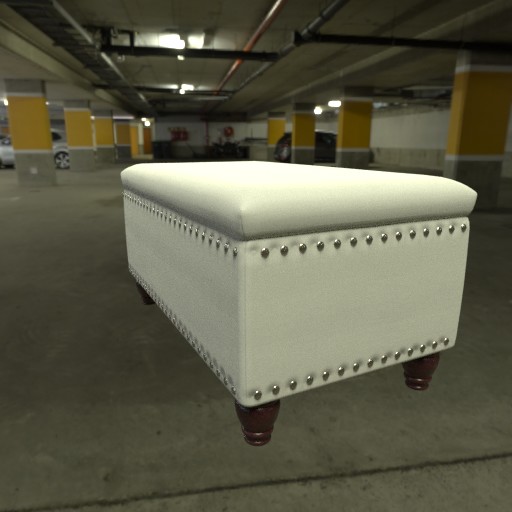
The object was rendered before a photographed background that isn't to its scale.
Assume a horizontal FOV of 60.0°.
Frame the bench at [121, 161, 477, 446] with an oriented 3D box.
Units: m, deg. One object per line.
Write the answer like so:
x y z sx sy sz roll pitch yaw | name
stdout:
0.000 0.000 1.158 0.500 0.449 0.887 -7 16 -26 | bench
